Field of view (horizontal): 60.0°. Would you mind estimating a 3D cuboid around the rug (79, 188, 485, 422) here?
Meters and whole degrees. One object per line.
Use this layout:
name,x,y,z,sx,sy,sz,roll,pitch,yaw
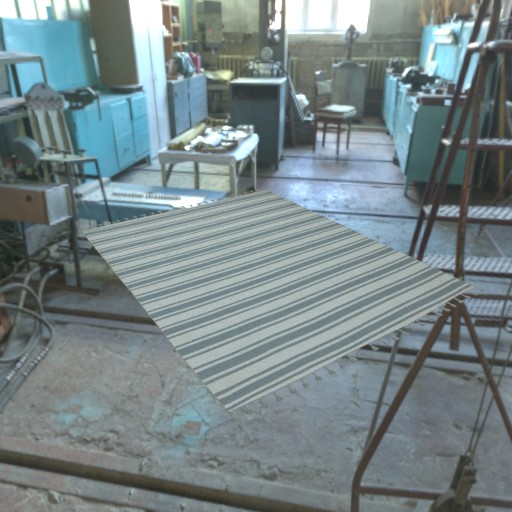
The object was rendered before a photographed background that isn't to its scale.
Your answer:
rug,0.000,0.000,4.179,2.439,0.005,3.201,-17,32,-30
